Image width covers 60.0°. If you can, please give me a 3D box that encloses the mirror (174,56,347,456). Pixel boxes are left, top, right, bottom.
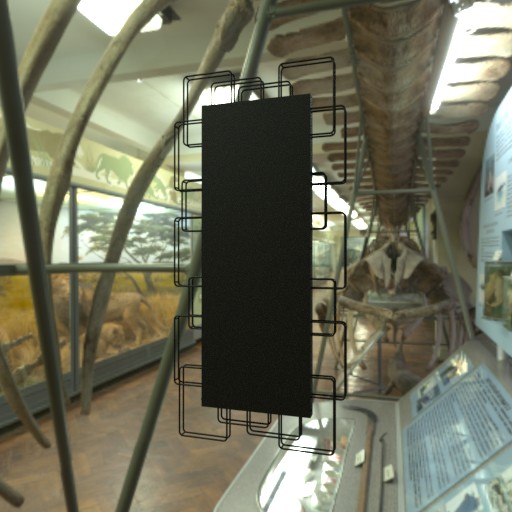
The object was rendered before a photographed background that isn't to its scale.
[{"bbox_3d":[0.000,0.000,1.407,0.565,1.192,0.037,0,0,17],"label":"mirror"}]
